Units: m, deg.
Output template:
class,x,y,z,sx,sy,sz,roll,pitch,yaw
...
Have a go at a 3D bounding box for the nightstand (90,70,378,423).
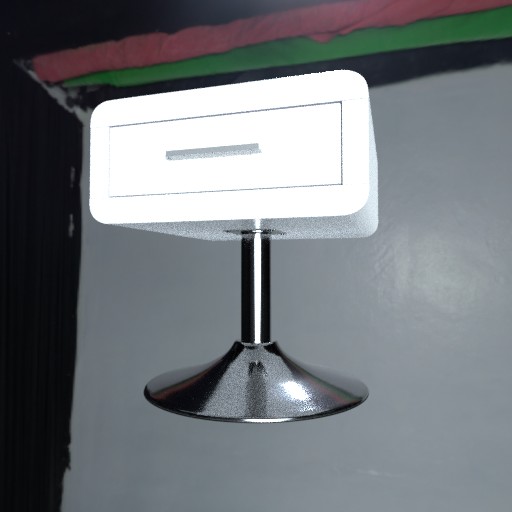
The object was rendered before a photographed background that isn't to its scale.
class,x,y,z,sx,sy,sz,roll,pitch,yaw
nightstand,0.000,0.000,0.768,0.399,0.447,0.404,-1,-2,17
